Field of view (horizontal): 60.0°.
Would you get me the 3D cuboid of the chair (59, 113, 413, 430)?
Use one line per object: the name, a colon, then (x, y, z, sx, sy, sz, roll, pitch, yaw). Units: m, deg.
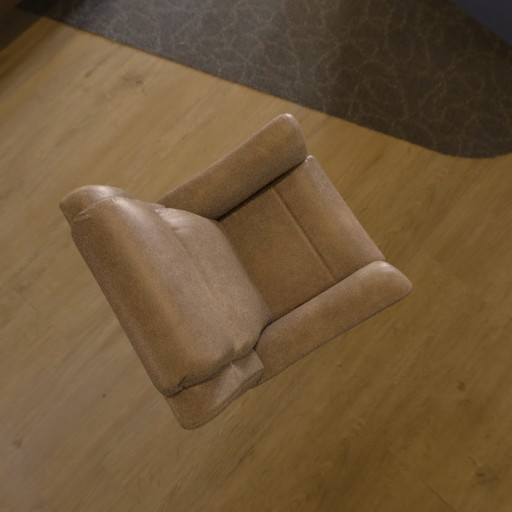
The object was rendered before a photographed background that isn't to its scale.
chair: (0.000, 0.000, 1.905, 1.068, 1.116, 0.965, -31, 79, -6)
